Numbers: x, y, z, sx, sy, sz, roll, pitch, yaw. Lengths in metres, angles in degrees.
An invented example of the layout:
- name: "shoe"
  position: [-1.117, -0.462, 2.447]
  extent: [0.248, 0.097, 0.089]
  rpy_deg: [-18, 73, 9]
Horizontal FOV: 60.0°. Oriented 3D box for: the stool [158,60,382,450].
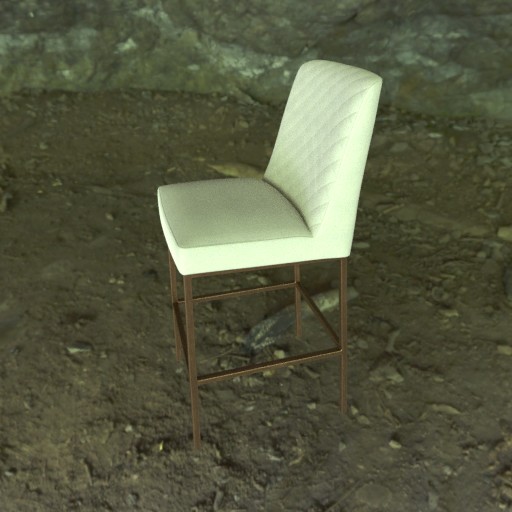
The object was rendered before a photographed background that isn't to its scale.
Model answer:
- name: "stool"
  position: [0.000, 0.000, 1.378]
  extent: [0.546, 1.084, 0.462]
  rpy_deg: [-8, 31, -14]
